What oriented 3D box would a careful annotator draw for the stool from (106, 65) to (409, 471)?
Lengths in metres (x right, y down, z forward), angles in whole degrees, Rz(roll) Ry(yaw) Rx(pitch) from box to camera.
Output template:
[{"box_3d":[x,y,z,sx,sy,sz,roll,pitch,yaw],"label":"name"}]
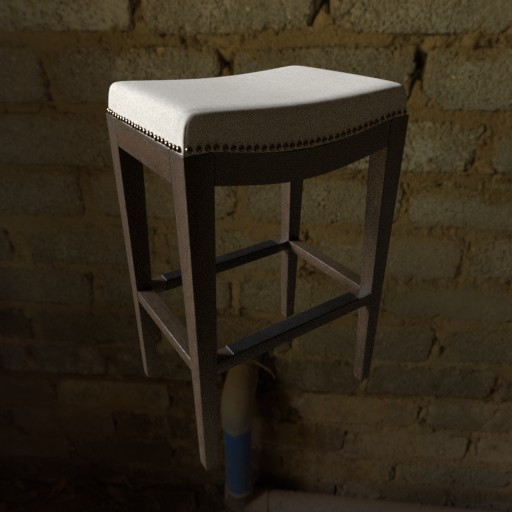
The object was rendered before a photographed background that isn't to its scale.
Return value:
[{"box_3d":[0.000,0.000,1.022,0.498,0.759,0.358,-19,35,-29],"label":"stool"}]
